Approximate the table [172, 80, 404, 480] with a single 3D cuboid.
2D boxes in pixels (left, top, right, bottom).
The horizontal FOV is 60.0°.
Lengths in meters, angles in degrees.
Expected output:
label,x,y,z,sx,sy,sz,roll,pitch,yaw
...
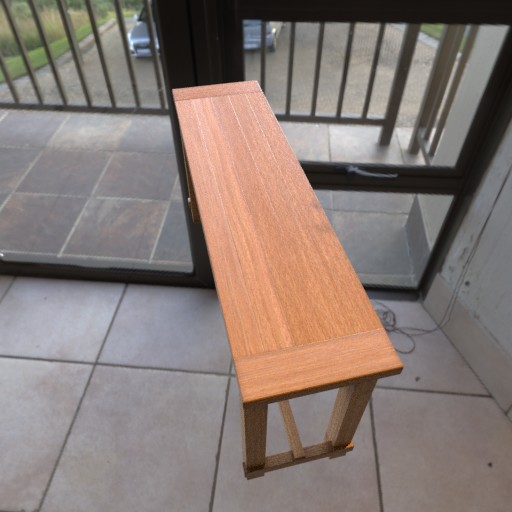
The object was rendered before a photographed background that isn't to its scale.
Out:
label,x,y,z,sx,sy,sz,roll,pitch,yaw
table,0.000,0.000,1.883,0.442,0.762,1.599,-10,48,-9
